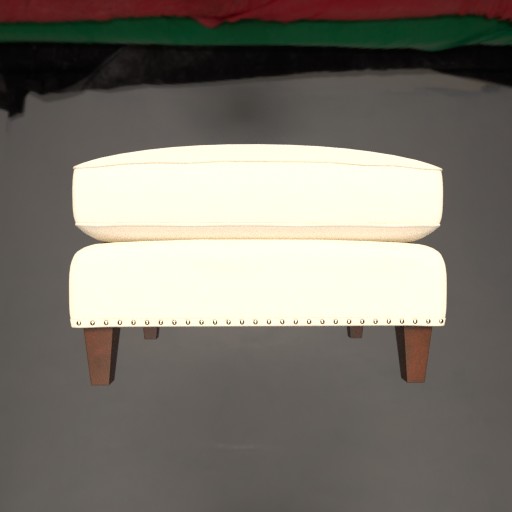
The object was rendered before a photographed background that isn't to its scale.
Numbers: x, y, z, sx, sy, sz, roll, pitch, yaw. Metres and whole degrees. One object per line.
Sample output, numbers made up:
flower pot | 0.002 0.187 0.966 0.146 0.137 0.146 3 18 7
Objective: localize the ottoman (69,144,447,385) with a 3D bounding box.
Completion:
ottoman | 0.000 0.000 1.145 0.741 0.513 0.584 0 0 -2
